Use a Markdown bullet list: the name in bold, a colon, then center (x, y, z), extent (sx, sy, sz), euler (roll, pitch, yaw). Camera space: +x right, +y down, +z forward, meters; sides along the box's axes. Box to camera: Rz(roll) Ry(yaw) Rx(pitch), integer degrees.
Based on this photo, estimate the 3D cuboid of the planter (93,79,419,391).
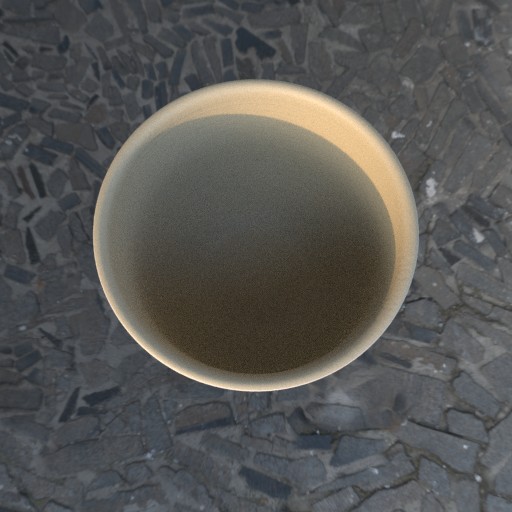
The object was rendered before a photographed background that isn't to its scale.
- **planter**: center (0.000, 0.000, 0.374), extent (0.208, 0.190, 0.208), euler (0, 77, 0)
